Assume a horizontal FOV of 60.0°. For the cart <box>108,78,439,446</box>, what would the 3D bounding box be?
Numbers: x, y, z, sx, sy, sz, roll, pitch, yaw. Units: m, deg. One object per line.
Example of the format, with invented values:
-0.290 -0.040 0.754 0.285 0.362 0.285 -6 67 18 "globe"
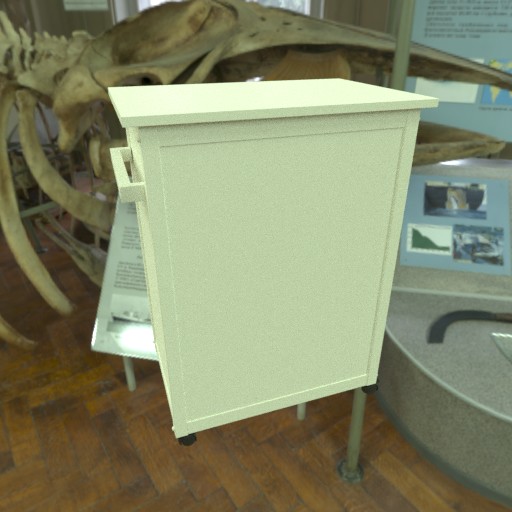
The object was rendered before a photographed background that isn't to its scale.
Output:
0.000 0.000 1.239 0.683 0.864 0.442 -9 29 -17 "cart"
